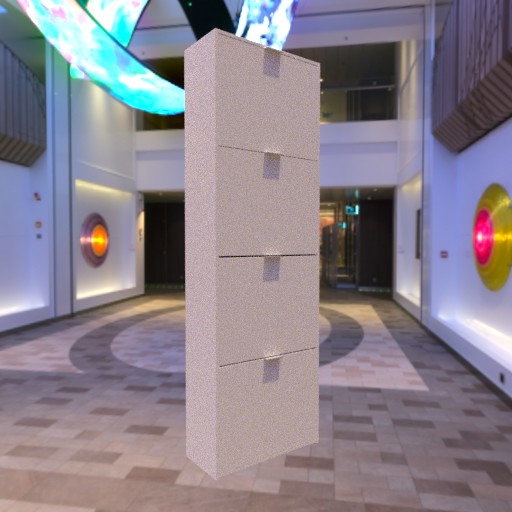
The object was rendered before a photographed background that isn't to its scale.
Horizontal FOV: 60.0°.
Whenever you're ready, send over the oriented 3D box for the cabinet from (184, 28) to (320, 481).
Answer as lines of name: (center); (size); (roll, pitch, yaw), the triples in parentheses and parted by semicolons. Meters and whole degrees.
cabinet: (0.000, 0.000, 1.835); (0.520, 1.630, 0.255); (-1, 2, -37)
